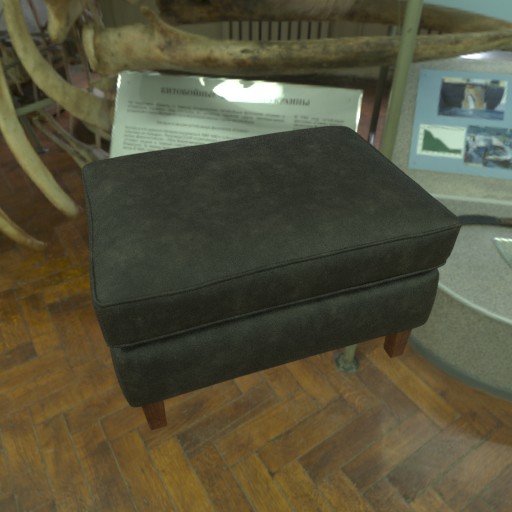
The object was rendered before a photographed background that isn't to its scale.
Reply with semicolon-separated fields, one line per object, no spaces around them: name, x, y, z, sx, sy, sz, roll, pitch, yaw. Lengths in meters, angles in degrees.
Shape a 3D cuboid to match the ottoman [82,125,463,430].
ottoman;0.000;0.000;0.992;0.665;0.413;0.501;-12;41;-14
